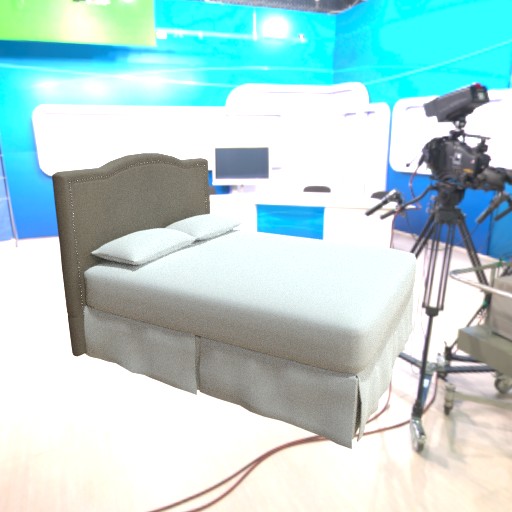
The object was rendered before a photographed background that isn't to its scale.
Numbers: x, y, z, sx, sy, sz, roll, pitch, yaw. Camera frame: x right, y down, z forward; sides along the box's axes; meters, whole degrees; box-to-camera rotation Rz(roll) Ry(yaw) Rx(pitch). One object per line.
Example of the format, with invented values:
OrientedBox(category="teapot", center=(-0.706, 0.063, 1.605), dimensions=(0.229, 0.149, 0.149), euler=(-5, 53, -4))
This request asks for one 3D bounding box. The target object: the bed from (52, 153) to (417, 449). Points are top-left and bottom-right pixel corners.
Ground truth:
OrientedBox(category="bed", center=(0.000, 0.000, 3.281), dimensions=(2.128, 1.441, 1.744), euler=(9, 18, 27))
